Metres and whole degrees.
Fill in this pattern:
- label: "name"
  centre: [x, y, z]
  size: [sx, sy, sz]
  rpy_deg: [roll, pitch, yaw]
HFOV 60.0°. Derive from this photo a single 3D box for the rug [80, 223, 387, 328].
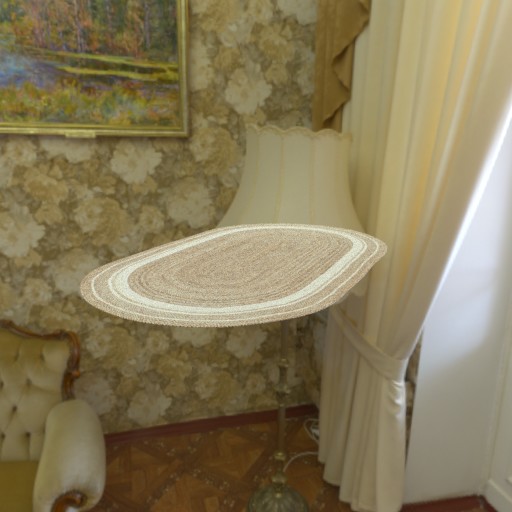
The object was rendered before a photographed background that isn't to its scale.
- label: "rug"
  centre: [0.000, 0.000, 2.987]
  size: [1.520, 0.006, 2.432]
  rpy_deg: [8, 17, 27]
